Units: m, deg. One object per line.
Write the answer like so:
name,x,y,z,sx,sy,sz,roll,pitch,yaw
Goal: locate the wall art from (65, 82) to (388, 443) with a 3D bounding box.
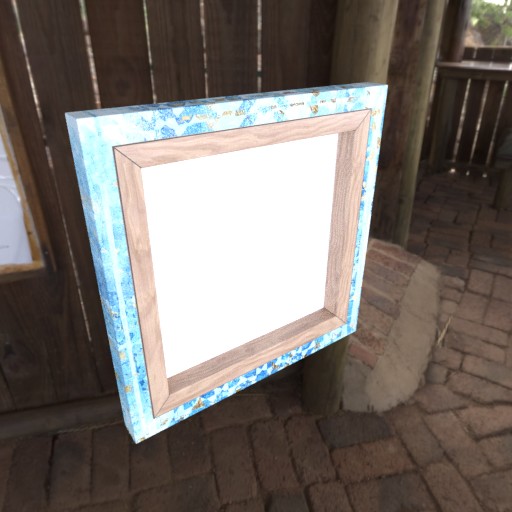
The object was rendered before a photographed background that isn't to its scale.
wall art,0.000,0.000,0.591,0.405,0.405,0.037,-18,33,-31
